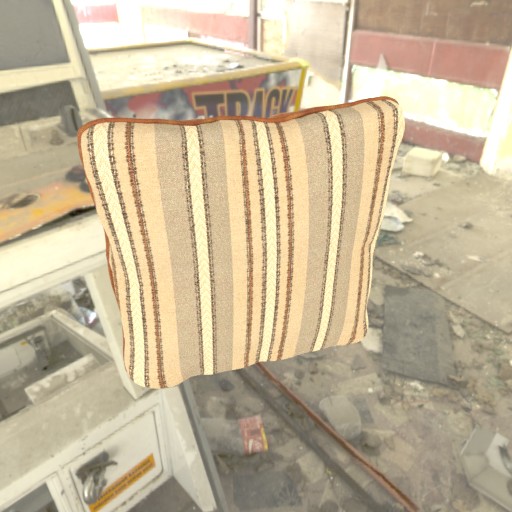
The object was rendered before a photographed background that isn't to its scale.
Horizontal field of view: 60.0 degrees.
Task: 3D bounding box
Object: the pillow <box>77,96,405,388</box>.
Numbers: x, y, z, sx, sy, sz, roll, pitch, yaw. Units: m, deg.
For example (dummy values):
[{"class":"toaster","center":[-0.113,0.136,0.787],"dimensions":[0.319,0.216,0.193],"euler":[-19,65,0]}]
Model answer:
[{"class":"pillow","center":[0.000,0.000,0.748],"dimensions":[0.489,0.490,0.130],"euler":[-9,33,-14]}]
